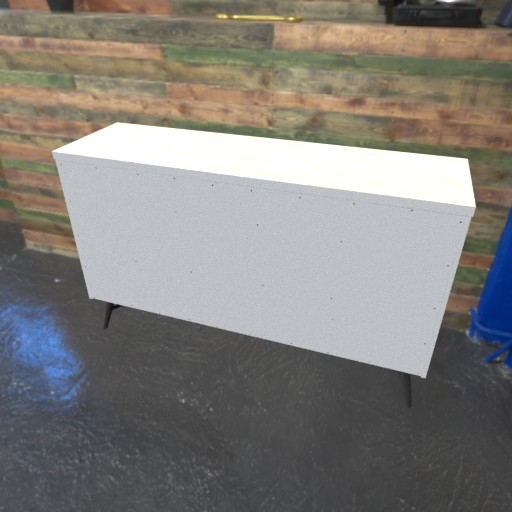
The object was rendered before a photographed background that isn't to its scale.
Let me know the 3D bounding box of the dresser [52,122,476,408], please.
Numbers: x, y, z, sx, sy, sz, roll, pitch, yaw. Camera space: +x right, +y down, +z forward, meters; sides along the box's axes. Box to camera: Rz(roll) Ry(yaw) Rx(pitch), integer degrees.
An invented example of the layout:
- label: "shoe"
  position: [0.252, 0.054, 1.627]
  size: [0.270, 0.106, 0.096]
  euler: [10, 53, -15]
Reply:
- label: "dresser"
  position: [0.000, 0.000, 1.936]
  size: [1.524, 0.914, 0.457]
  euler: [10, 33, 16]
